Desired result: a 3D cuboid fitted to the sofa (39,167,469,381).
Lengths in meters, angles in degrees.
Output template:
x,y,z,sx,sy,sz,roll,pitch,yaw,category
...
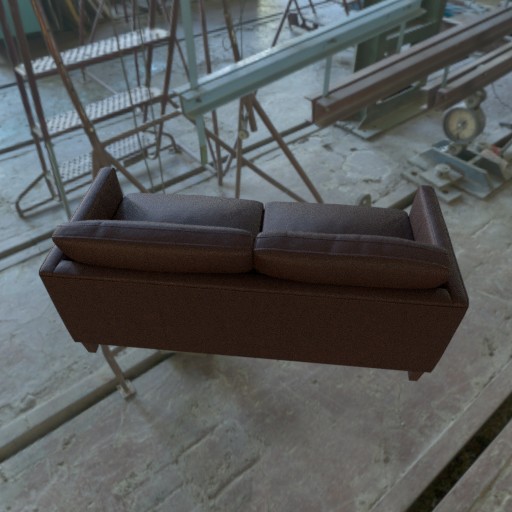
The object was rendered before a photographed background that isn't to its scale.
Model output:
x,y,z,sx,sy,sz,roll,pitch,yaw,category
0.000,0.000,2.467,1.971,0.863,0.923,4,45,4,sofa
